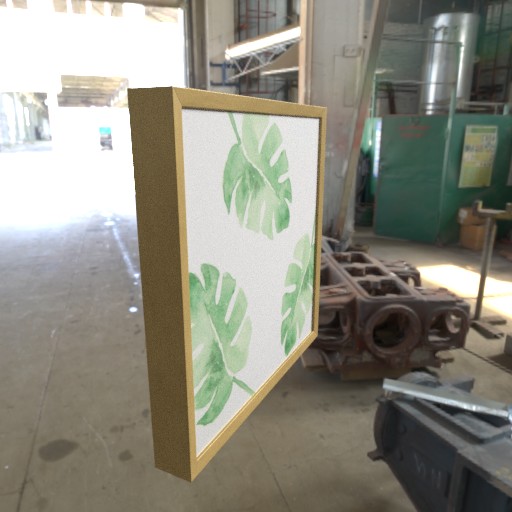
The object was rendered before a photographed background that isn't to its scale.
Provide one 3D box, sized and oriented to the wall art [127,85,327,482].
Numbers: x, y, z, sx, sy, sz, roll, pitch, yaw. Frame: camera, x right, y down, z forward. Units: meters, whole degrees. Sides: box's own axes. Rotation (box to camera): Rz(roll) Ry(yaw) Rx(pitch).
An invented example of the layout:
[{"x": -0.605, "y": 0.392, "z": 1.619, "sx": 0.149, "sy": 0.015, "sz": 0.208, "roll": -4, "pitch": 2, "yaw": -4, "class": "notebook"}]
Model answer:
[{"x": 0.000, "y": 0.000, "z": 0.460, "sx": 0.038, "sy": 0.305, "sz": 0.305, "roll": 8, "pitch": 18, "yaw": 26, "class": "wall art"}]
